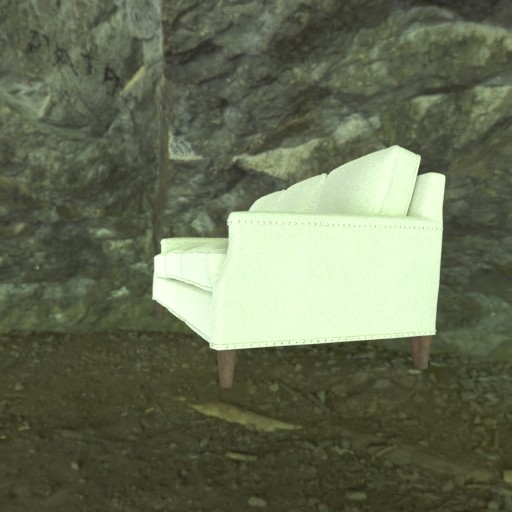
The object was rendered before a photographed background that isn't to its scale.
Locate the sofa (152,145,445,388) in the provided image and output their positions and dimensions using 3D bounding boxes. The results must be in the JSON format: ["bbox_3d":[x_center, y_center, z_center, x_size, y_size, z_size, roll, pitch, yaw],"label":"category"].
[{"bbox_3d":[0.000,0.000,2.822,1.084,1.003,2.246,0,-1,-19],"label":"sofa"}]
